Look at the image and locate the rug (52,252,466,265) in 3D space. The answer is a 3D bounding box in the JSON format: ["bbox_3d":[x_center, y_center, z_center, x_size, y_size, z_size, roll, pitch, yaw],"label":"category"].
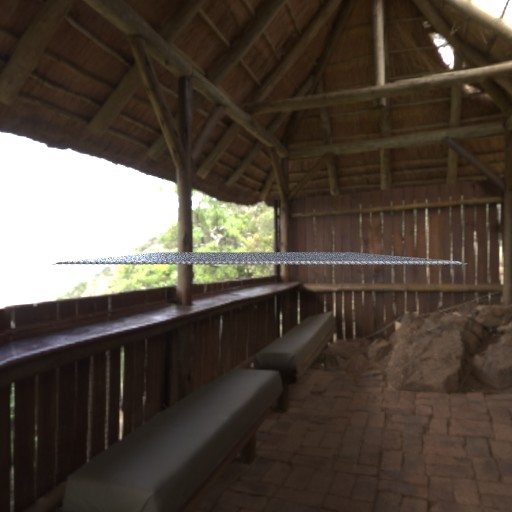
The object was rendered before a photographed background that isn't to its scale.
[{"bbox_3d":[0.000,0.000,3.827,2.256,0.013,2.910,0,2,-1],"label":"rug"}]
